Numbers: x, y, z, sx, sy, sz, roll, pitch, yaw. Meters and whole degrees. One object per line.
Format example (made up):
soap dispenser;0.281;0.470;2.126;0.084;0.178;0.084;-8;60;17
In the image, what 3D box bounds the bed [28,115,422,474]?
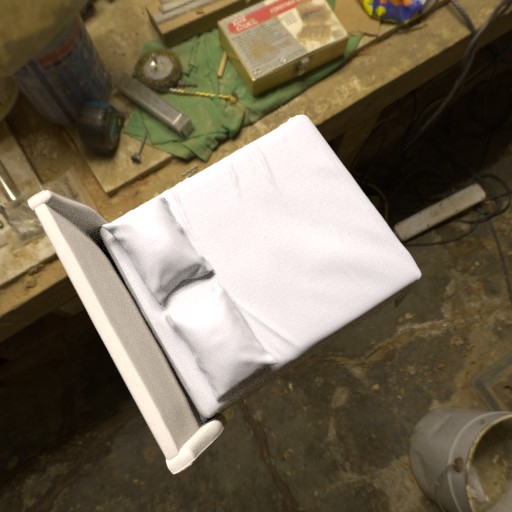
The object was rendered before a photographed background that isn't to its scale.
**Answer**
bed;0.000;0.000;3.383;2.276;1.332;1.925;-31;78;-7
